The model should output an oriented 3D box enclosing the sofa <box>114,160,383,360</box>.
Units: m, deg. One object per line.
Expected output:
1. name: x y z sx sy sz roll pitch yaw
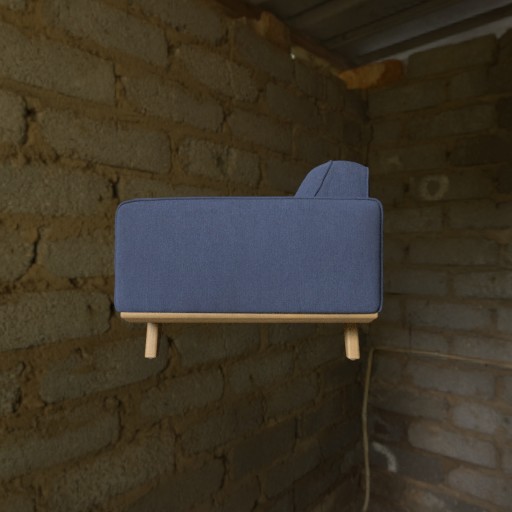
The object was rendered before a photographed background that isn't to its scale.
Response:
1. sofa: 0.000 0.000 2.657 0.953 0.782 2.270 0 0 1
